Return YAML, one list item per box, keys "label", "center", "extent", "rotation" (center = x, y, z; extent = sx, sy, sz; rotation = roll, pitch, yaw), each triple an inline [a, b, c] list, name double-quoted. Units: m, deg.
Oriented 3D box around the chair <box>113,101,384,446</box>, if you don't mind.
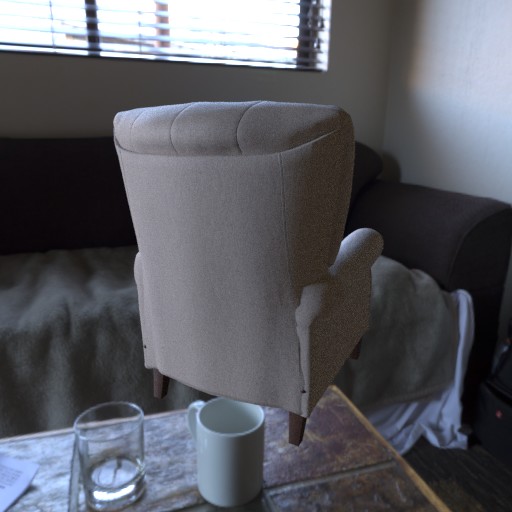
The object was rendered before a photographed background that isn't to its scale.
- label: "chair"
  center: [0.000, 0.000, 1.891]
  extent: [0.942, 1.209, 1.025]
  rotation: [8, 18, 27]
